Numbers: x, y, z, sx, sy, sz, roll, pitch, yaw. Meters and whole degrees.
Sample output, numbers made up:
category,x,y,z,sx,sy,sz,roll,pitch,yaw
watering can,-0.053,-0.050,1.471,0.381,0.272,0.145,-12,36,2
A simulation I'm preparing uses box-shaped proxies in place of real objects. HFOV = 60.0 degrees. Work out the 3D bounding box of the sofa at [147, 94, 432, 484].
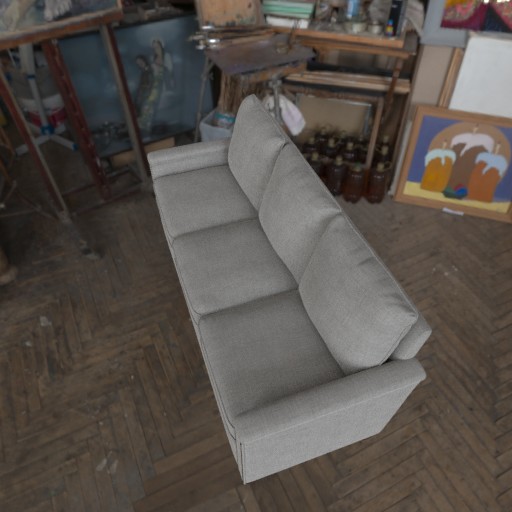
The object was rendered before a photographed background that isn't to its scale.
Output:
category,x,y,z,sx,sy,sz,roll,pitch,yaw
sofa,0.000,0.000,2.375,0.828,0.959,1.925,-14,48,-13
